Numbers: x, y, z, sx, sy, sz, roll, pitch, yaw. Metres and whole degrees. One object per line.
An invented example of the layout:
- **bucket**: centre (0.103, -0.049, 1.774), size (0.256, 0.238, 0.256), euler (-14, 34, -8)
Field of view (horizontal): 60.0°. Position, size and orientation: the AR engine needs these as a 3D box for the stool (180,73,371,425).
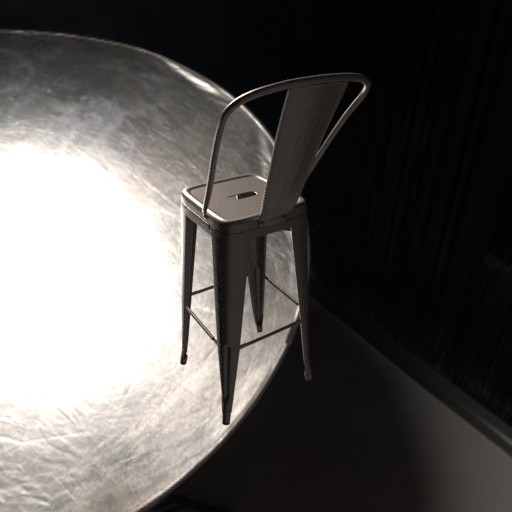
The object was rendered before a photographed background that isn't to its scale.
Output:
- **stool**: centre (0.000, 0.000, 1.354), size (0.399, 1.096, 0.513), euler (-18, 35, -28)
